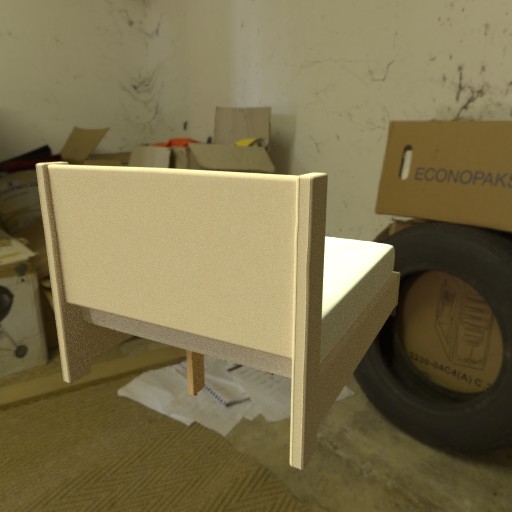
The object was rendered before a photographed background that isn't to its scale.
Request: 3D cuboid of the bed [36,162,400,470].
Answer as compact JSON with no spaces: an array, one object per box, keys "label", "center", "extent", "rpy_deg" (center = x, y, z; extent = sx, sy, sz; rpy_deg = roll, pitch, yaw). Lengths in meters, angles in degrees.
[{"label":"bed","center":[0.000,0.000,3.407],"extent":[1.778,1.471,2.293],"rpy_deg":[8,17,27]}]
